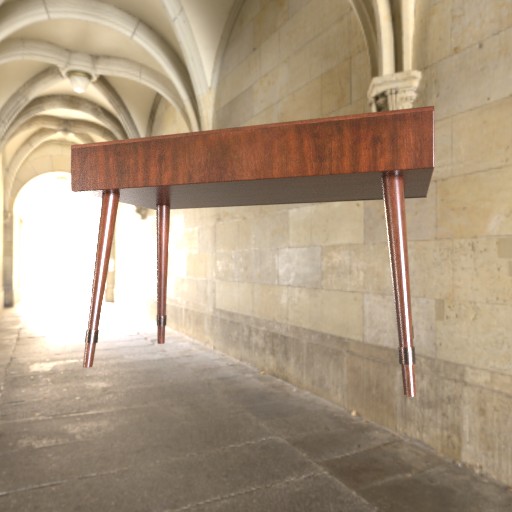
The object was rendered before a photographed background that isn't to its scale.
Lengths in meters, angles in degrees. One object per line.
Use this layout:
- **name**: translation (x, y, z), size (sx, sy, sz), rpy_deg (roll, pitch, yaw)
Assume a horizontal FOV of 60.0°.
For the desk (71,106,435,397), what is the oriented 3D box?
- **desk**: translation (0.000, 0.000, 2.147), size (1.577, 1.031, 0.734), rpy_deg (0, -1, 19)
